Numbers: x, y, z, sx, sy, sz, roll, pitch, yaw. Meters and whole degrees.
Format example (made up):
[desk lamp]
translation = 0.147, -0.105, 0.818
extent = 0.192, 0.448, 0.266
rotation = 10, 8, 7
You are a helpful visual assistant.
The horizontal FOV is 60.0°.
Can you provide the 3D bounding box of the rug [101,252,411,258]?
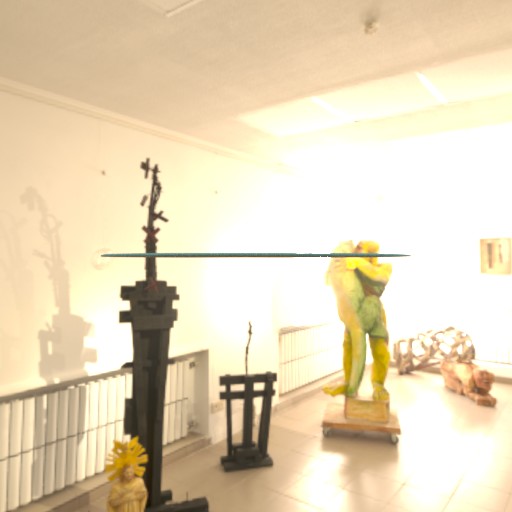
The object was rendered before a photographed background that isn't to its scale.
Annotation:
[rug]
translation = 0.000, 0.000, 2.407
extent = 1.593, 0.012, 1.593
rotation = 0, 0, 0
